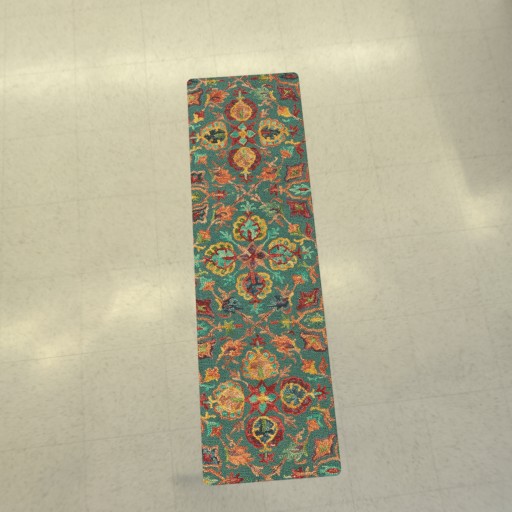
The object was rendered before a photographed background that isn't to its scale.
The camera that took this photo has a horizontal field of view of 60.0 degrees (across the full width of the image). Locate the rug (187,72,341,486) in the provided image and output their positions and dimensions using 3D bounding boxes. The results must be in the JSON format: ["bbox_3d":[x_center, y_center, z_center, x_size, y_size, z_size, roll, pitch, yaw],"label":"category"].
[{"bbox_3d":[0.000,0.000,2.454,0.686,0.013,2.286,-4,76,-1],"label":"rug"}]
